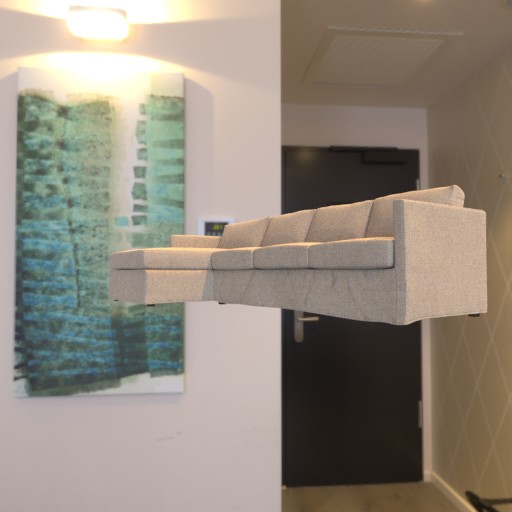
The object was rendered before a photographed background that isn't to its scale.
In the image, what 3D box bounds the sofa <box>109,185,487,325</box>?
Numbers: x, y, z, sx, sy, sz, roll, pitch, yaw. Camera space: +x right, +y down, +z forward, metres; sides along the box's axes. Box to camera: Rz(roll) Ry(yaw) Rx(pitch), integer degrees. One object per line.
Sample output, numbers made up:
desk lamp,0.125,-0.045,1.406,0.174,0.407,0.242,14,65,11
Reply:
sofa,0.000,0.000,3.855,1.638,0.920,3.198,1,-2,-35
